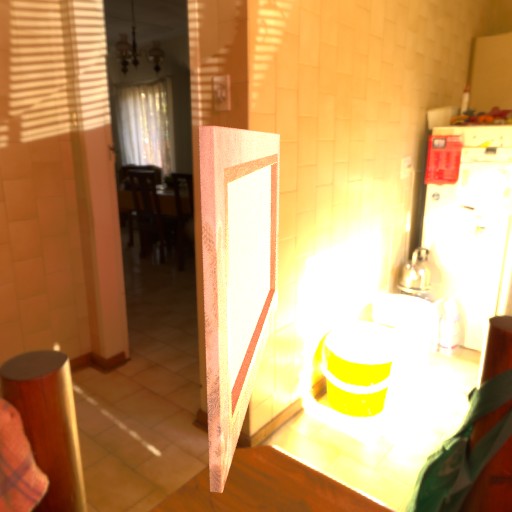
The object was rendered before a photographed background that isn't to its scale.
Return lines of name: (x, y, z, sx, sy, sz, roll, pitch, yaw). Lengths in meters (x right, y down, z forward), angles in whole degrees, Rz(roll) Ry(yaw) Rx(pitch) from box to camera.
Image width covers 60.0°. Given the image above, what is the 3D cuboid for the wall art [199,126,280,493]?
wall art: (0.000, 0.000, 1.874, 0.038, 1.012, 1.525, 2, 15, 8)
